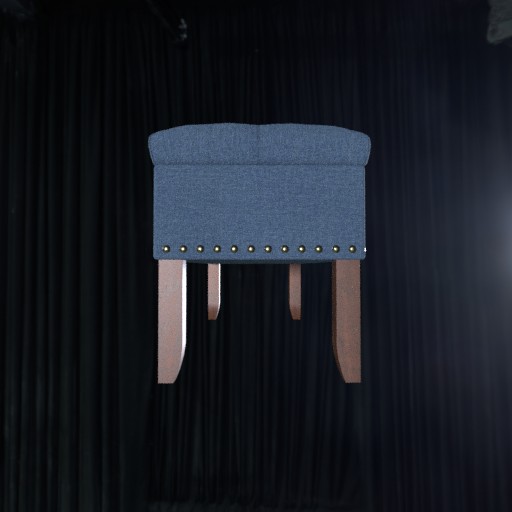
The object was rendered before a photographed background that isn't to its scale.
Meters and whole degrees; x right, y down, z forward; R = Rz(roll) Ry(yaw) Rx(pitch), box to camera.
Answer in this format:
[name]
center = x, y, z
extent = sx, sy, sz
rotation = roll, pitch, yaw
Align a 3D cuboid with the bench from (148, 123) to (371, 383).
[bench]
center = 0.000, 0.000, 1.327
extent = 0.417, 0.492, 1.052
rotation = 0, -1, -1
